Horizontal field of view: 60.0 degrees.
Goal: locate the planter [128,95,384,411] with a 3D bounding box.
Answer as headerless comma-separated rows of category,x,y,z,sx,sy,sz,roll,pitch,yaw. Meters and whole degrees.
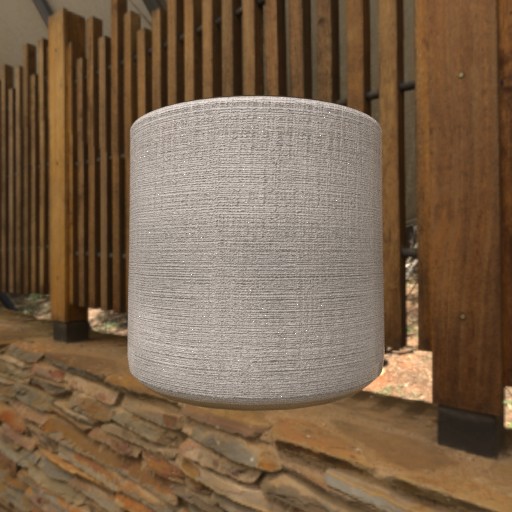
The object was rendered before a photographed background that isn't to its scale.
planter,0.000,0.000,0.288,0.160,0.156,0.160,0,0,0
